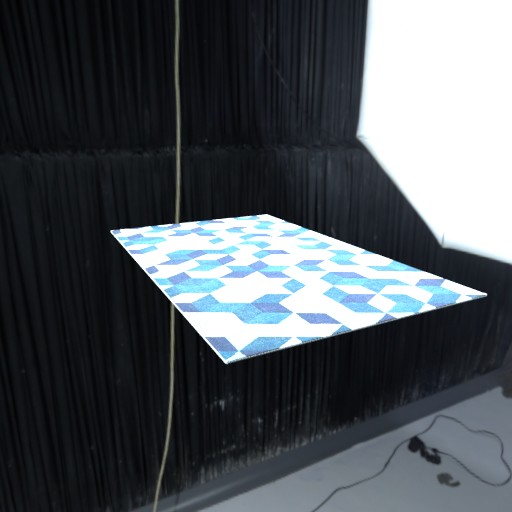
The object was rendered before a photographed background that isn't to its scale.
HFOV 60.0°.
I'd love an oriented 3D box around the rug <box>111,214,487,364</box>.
[{"bbox_3d":[0.000,0.000,3.064,1.518,0.015,2.438,-8,19,-26],"label":"rug"}]
